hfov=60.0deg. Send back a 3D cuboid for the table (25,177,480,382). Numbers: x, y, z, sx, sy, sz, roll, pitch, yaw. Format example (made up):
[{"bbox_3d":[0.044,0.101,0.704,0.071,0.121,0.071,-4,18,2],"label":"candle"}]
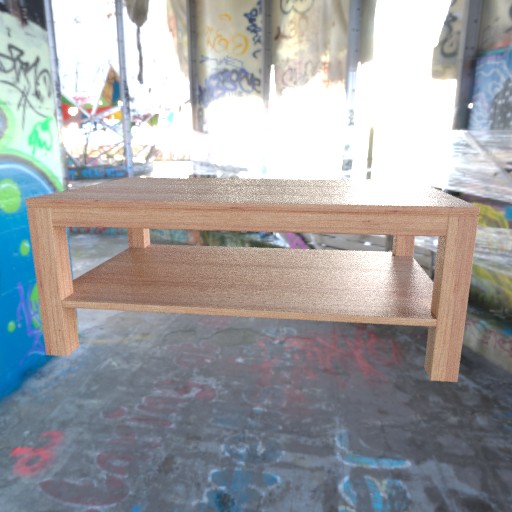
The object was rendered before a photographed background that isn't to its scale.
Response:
[{"bbox_3d":[0.000,0.000,1.496,1.146,0.457,0.695,2,15,7],"label":"table"}]
